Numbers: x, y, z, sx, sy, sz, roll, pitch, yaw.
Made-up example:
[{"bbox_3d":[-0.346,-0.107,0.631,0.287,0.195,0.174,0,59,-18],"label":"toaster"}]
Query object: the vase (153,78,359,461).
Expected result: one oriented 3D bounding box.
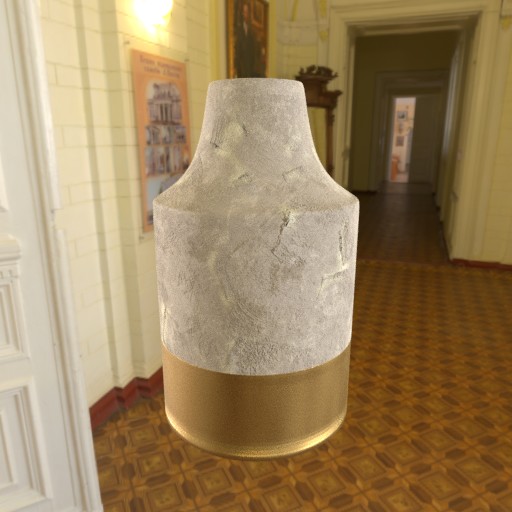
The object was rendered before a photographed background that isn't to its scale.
[{"bbox_3d":[0.000,0.000,0.417,0.184,0.305,0.184,0,16,0],"label":"vase"}]
